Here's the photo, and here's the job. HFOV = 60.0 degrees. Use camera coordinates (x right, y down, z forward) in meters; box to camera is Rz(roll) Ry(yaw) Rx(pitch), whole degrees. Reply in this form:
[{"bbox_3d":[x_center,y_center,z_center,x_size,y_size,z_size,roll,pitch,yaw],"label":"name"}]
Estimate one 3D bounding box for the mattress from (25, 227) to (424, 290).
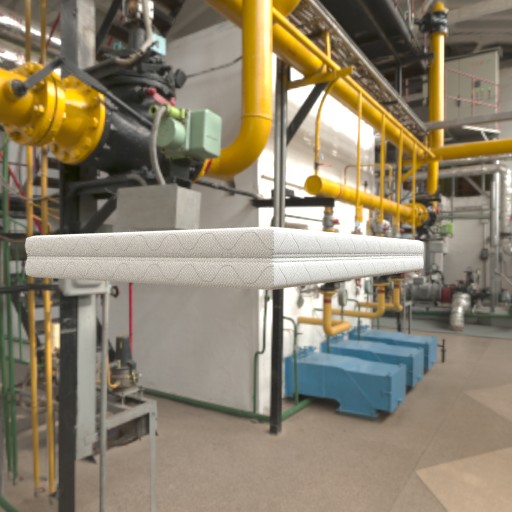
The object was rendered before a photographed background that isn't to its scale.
[{"bbox_3d":[0.000,0.000,2.524,1.400,0.200,1.900,0,0,34],"label":"mattress"}]
